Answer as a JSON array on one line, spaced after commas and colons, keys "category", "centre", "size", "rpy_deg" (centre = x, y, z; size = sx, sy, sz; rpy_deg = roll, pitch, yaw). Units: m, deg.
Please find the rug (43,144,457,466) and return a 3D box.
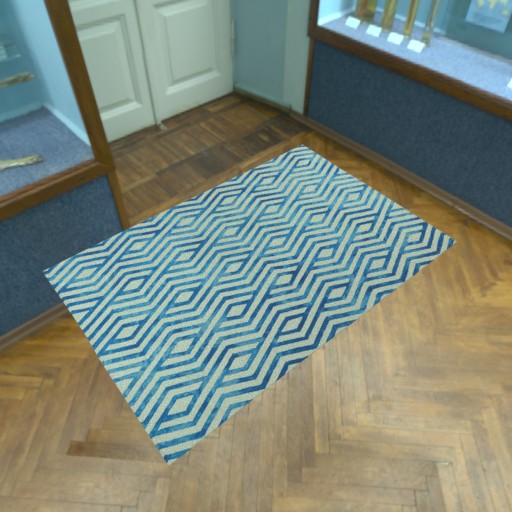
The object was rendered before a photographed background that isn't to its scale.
[{"category": "rug", "centre": [0.000, 0.000, 2.344], "size": [1.830, 0.008, 1.225], "rpy_deg": [-31, 54, -26]}]
